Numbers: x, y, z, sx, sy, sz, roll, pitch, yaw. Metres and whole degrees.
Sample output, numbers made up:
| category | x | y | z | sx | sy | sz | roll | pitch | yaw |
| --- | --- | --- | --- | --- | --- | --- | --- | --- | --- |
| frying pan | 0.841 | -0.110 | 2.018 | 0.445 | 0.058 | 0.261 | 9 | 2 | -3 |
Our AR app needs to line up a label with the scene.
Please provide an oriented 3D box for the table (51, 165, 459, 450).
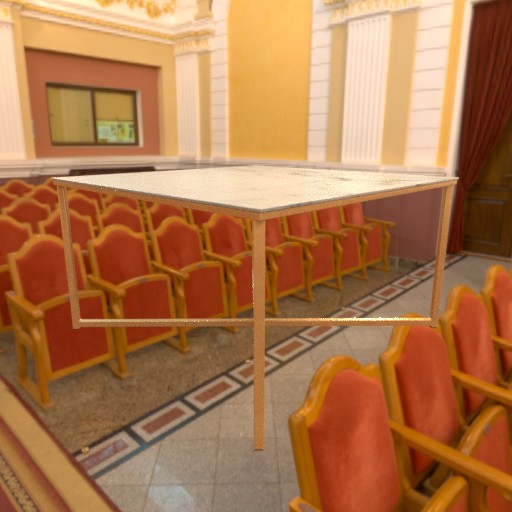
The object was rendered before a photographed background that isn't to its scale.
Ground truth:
| category | x | y | z | sx | sy | sz | roll | pitch | yaw |
| --- | --- | --- | --- | --- | --- | --- | --- | --- | --- |
| table | 0.000 | 0.000 | 1.287 | 0.800 | 0.450 | 0.800 | 14 | 20 | 43 |
